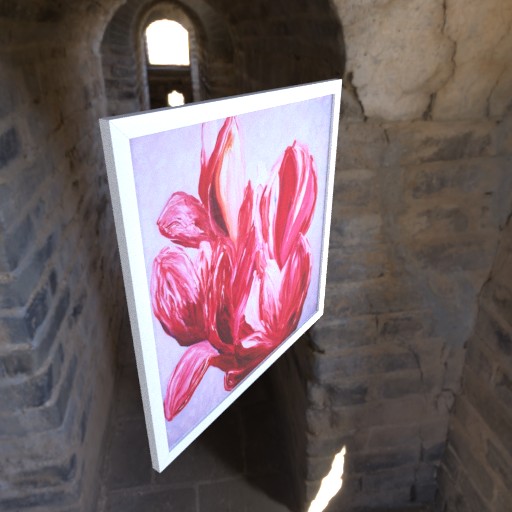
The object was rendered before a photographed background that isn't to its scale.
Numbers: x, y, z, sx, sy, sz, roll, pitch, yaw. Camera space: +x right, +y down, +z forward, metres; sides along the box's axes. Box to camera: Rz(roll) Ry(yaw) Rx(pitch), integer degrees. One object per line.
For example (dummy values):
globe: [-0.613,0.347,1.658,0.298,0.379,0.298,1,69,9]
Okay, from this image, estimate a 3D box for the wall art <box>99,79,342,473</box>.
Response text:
wall art: [0.000,0.000,0.952,0.020,0.661,0.664,18,32,31]
